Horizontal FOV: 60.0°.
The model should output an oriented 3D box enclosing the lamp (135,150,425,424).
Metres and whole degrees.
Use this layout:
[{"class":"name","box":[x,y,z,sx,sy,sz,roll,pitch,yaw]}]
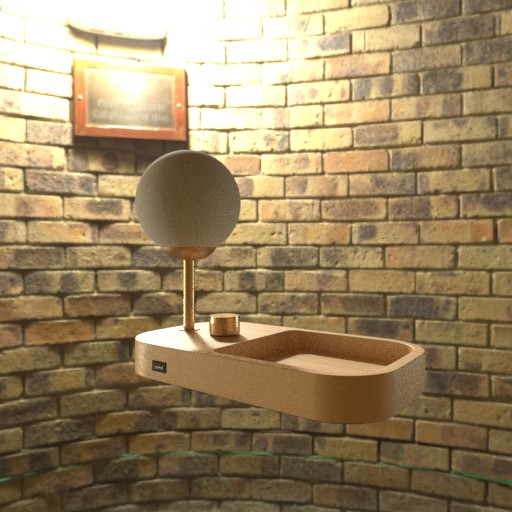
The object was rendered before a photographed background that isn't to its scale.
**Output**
[{"class":"lamp","box":[0.000,0.000,0.475,0.331,0.253,0.173,0,0,37]}]
